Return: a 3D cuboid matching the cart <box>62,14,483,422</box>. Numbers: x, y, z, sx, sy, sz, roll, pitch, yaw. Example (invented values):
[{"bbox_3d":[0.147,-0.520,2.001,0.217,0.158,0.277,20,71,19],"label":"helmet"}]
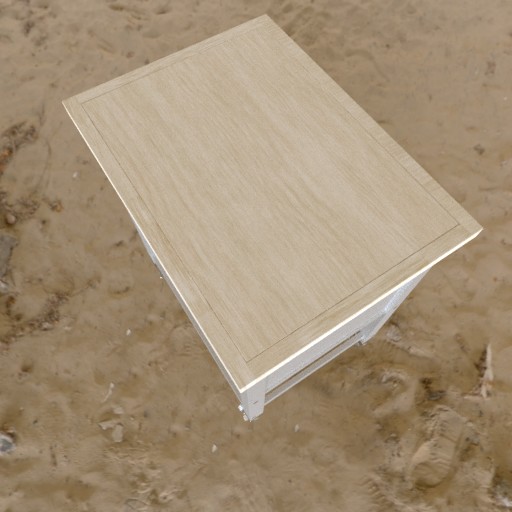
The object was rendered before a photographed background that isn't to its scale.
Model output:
[{"bbox_3d":[0.000,0.000,1.343,0.559,0.914,0.762,-30,67,-14],"label":"cart"}]
